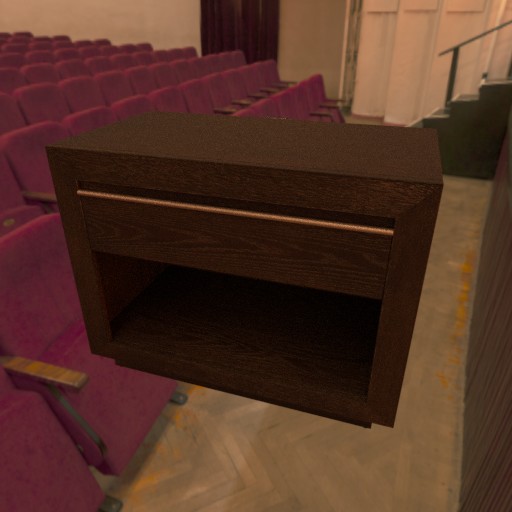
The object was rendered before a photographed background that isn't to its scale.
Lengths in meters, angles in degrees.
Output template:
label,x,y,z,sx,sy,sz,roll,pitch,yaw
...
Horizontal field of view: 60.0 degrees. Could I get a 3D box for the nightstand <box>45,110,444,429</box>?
label,x,y,z,sx,sy,sz,roll,pitch,yaw
nightstand,0.000,0.000,1.139,0.775,0.612,0.457,9,29,16
